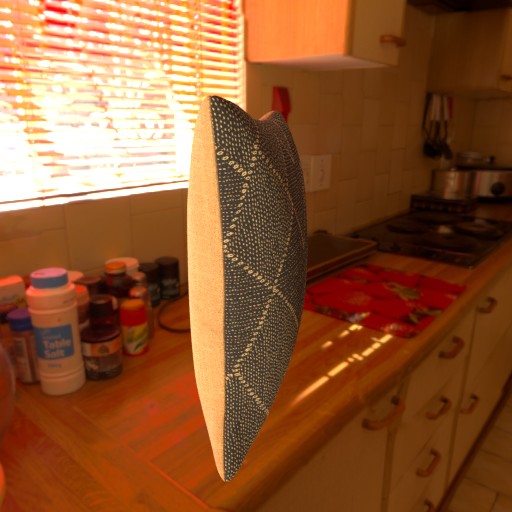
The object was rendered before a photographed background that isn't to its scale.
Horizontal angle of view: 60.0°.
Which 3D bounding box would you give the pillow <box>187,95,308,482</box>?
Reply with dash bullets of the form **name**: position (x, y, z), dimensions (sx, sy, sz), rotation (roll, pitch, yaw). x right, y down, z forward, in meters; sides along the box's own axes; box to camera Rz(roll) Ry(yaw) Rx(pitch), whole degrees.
- **pillow**: position (0.000, 0.000, 0.663), dimensions (0.148, 0.428, 0.435), rotation (3, 17, 10)
